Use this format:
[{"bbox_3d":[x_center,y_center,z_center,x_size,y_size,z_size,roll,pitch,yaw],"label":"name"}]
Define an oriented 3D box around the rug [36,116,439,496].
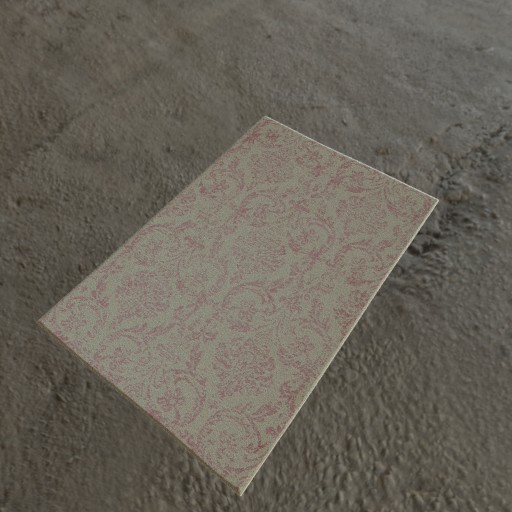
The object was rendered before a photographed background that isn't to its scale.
[{"bbox_3d":[0.000,0.000,3.429,1.819,0.018,2.746,32,62,19],"label":"rug"}]
